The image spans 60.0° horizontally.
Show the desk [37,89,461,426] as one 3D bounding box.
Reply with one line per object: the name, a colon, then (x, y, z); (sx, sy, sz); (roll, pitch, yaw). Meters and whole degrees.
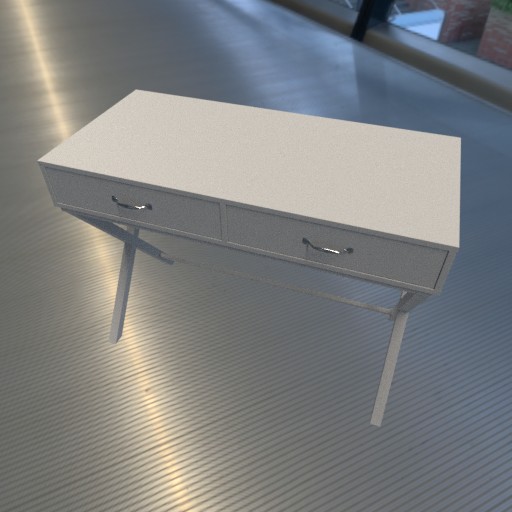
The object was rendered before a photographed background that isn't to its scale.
desk: (0.000, 0.000, 1.474); (1.057, 0.780, 0.525); (13, 44, 14)
